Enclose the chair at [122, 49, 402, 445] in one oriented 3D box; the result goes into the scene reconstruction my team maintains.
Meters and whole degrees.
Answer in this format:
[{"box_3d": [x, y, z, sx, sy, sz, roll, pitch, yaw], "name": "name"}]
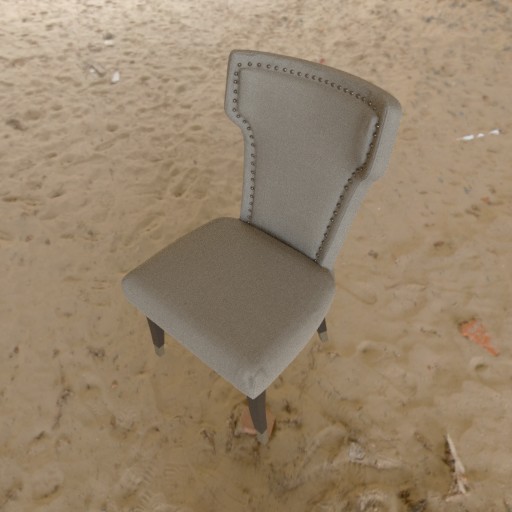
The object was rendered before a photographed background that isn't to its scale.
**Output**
[{"box_3d": [0.000, 0.000, 1.309, 0.526, 0.955, 0.630, 31, 53, 27], "name": "chair"}]
